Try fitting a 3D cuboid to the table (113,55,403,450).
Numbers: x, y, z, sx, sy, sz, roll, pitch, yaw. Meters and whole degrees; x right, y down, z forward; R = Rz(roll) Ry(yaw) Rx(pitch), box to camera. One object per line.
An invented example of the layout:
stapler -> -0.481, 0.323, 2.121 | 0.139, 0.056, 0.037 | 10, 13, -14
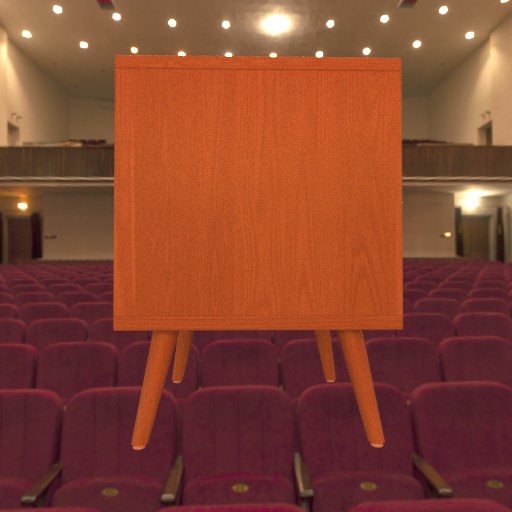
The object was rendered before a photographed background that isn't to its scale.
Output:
table -> 0.000, 0.000, 0.813 | 0.400, 0.550, 0.400 | 0, -1, -1
